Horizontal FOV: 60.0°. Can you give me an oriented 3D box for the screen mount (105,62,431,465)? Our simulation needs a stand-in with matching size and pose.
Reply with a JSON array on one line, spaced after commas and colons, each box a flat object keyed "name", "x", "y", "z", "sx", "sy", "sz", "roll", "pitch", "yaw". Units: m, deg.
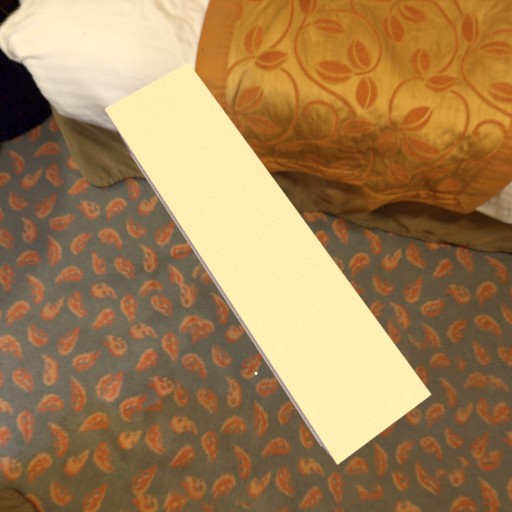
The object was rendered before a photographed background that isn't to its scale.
[{"name": "screen mount", "x": 0.000, "y": 0.000, "z": 1.915, "sx": 0.418, "sy": 0.520, "sz": 1.600, "roll": -33, "pitch": 78, "yaw": -8}]
